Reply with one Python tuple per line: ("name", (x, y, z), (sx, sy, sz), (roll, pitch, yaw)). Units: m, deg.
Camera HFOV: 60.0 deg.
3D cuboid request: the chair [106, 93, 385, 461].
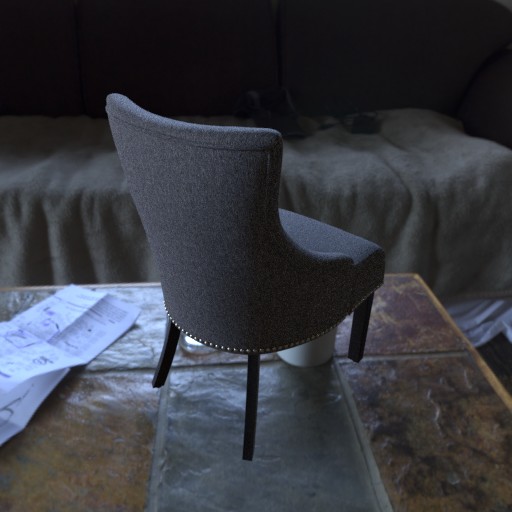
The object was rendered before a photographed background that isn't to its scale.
("chair", (0.000, 0.000, 1.280), (0.566, 0.909, 0.629), (24, 39, 34))
